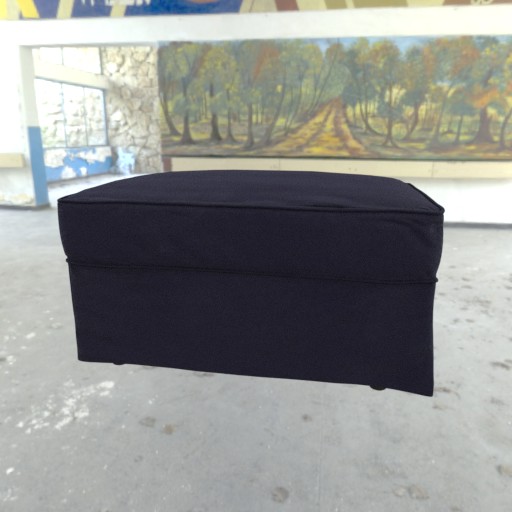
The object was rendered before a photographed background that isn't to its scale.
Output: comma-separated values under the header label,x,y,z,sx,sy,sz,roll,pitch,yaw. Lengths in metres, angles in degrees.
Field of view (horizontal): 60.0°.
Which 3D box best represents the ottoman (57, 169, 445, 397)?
label,x,y,z,sx,sy,sz,roll,pitch,yaw
ottoman,0.000,0.000,1.332,0.938,0.503,0.637,3,16,10
